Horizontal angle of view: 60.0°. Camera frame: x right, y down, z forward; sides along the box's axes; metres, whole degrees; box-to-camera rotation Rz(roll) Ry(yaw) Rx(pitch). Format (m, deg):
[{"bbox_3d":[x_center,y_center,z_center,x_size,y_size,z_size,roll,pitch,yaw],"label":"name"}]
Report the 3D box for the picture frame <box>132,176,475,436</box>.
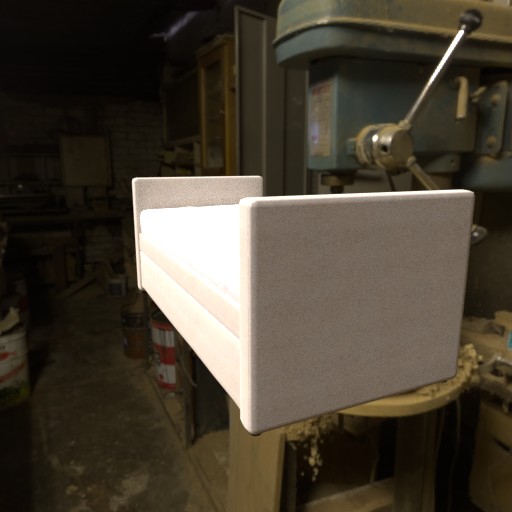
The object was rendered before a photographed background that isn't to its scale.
[{"bbox_3d":[0.000,0.000,2.710,1.069,0.891,2.161,-6,13,-25],"label":"picture frame"}]
